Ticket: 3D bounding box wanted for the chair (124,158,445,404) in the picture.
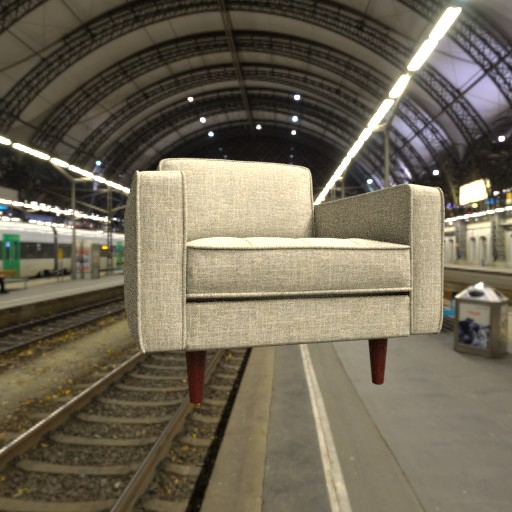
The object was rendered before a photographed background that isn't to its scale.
[{"bbox_3d":[0.000,0.000,1.571,0.889,0.765,0.914,0,0,-18],"label":"chair"}]
